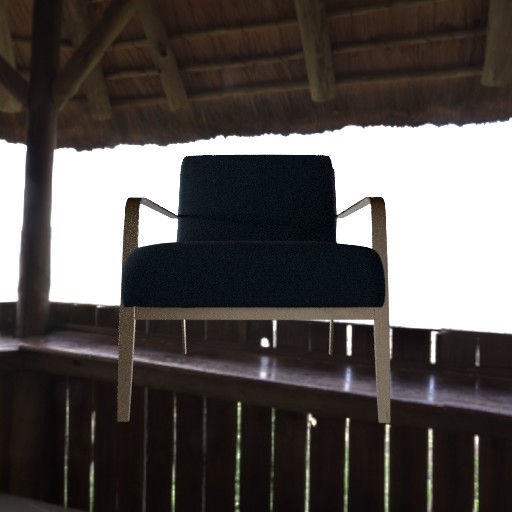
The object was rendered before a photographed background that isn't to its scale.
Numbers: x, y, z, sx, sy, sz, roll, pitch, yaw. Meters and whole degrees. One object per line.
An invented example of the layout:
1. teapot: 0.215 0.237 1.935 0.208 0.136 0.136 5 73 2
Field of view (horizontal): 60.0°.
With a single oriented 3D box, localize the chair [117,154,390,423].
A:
1. chair: 0.000 0.000 1.462 0.692 0.831 0.859 0 0 1
